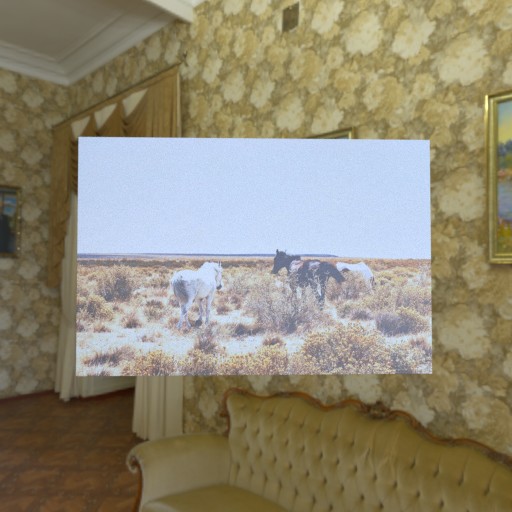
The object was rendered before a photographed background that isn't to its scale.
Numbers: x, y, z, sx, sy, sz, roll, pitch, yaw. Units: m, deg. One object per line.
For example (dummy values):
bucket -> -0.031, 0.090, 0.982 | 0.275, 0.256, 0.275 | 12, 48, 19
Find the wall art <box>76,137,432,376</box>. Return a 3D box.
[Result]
wall art -> 0.000, 0.000, 1.927 | 1.520, 1.016, 0.051 | 0, -2, -2
